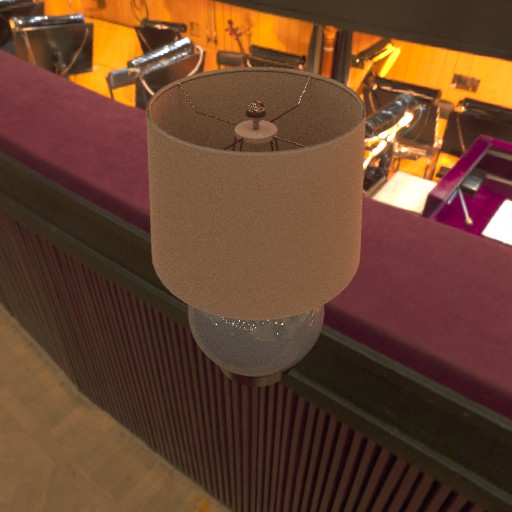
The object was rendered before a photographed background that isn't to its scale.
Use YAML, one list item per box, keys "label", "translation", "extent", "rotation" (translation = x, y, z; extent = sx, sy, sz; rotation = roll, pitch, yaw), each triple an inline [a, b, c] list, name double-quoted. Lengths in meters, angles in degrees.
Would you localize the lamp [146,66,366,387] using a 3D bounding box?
- label: "lamp"
  translation: [0.000, 0.000, 0.547]
  extent: [0.247, 0.387, 0.247]
  rotation: [0, 41, 0]
